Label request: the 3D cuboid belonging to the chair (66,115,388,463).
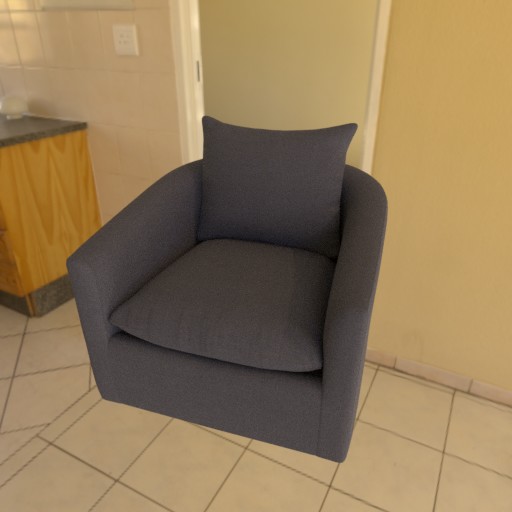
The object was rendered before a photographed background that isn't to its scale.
[{"bbox_3d":[0.000,0.000,1.558,0.845,0.848,0.910,8,28,16],"label":"chair"}]
